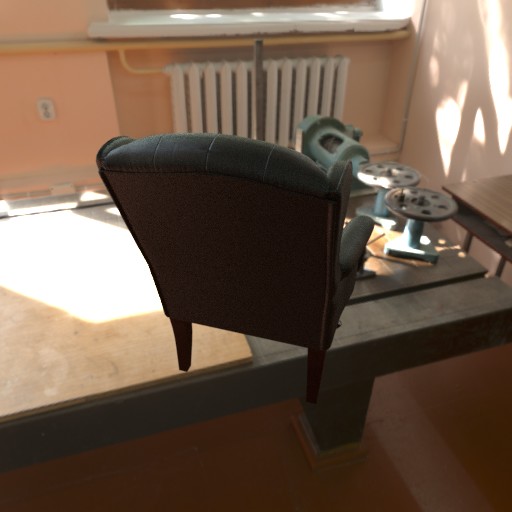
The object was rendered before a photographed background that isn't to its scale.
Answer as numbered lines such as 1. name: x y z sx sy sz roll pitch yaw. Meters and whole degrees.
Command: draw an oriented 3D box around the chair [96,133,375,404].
1. chair: 0.000 0.000 1.701 0.831 1.133 0.822 10 34 15
